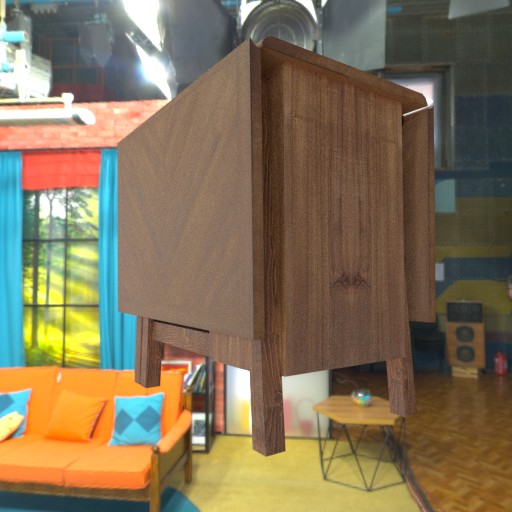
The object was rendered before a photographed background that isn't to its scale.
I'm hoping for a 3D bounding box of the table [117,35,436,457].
[{"bbox_3d":[0.000,0.000,1.579,0.701,0.981,0.967,2,-3,-35],"label":"table"}]
